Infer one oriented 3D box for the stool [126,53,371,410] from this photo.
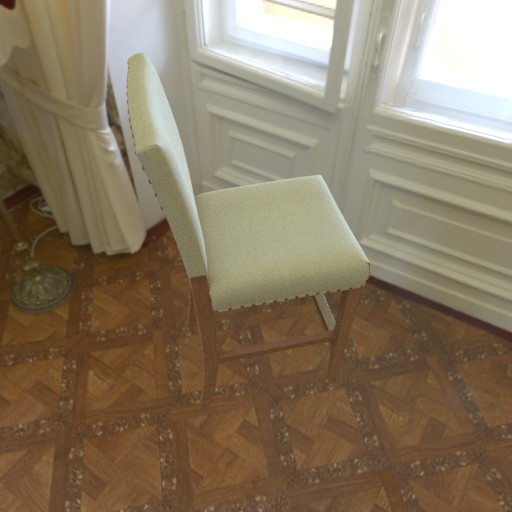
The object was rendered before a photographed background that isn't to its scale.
[{"bbox_3d":[0.000,0.000,1.435,0.584,1.168,0.445,-10,48,-9],"label":"stool"}]
